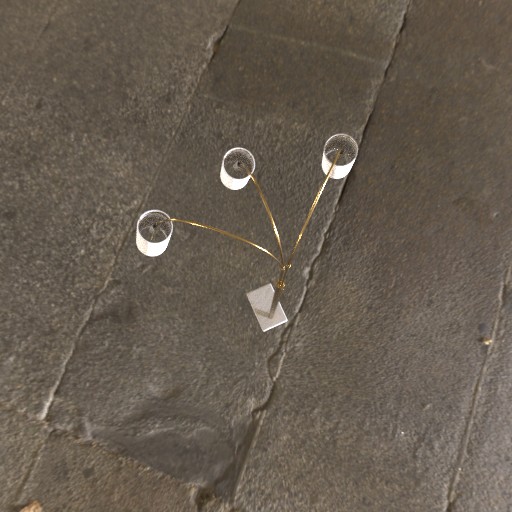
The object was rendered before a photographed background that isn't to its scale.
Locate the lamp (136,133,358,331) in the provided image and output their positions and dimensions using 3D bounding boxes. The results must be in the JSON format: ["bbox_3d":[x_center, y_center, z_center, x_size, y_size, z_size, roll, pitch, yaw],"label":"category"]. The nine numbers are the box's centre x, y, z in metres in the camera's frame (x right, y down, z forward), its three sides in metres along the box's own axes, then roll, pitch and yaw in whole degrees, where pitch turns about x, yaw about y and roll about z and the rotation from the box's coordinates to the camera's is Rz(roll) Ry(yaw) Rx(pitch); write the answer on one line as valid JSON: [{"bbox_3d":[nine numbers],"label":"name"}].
[{"bbox_3d":[0.000,0.000,2.510,1.020,2.055,0.667,-23,77,-6],"label":"lamp"}]
